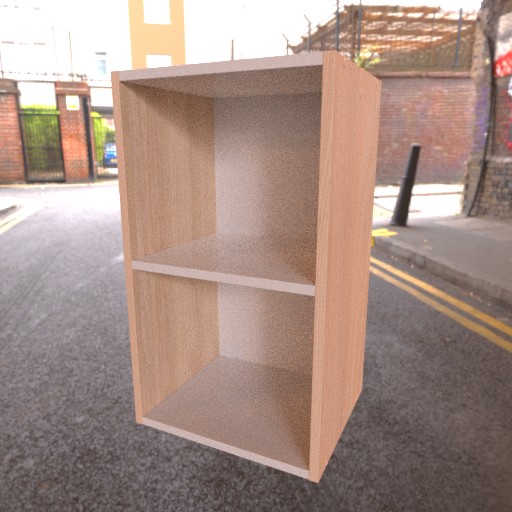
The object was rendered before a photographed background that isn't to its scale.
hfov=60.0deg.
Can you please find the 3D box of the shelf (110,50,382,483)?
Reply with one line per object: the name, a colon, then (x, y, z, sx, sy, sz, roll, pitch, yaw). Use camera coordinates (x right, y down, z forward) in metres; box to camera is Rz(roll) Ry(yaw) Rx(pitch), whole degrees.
shelf: (0.000, 0.000, 0.792, 0.350, 0.600, 0.290, 7, 15, 25)
